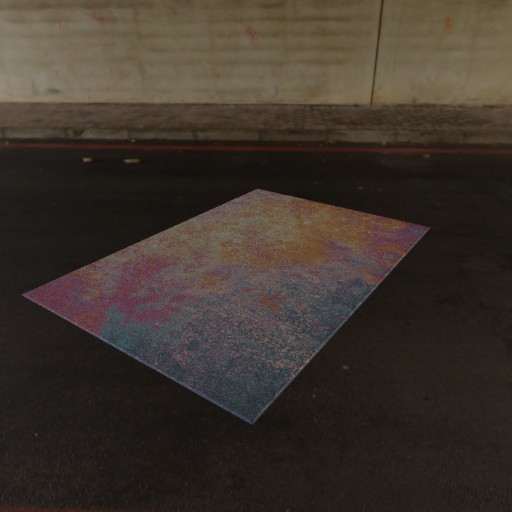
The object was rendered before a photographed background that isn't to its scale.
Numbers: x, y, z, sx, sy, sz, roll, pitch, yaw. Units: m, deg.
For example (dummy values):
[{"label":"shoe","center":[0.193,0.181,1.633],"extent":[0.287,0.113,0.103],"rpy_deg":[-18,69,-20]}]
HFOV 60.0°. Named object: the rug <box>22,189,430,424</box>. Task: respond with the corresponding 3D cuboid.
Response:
[{"label":"rug","center":[0.000,0.000,3.665],"extent":[2.007,0.013,2.896],"rpy_deg":[18,32,31]}]
